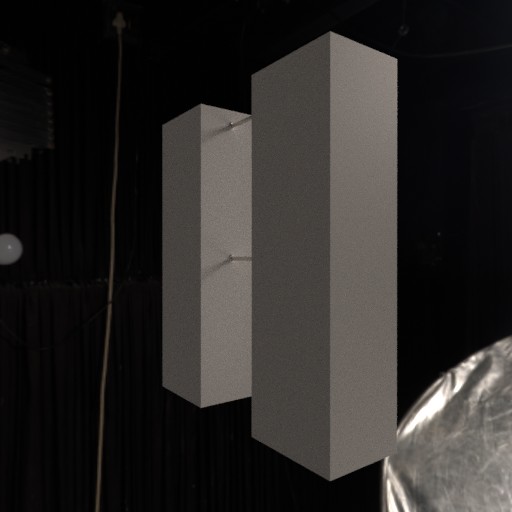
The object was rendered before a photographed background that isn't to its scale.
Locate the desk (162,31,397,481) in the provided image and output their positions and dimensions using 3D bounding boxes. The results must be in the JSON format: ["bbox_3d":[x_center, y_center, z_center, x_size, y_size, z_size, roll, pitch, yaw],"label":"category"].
[{"bbox_3d":[0.000,0.000,2.826,0.480,2.000,1.770,0,0,-36],"label":"desk"}]
